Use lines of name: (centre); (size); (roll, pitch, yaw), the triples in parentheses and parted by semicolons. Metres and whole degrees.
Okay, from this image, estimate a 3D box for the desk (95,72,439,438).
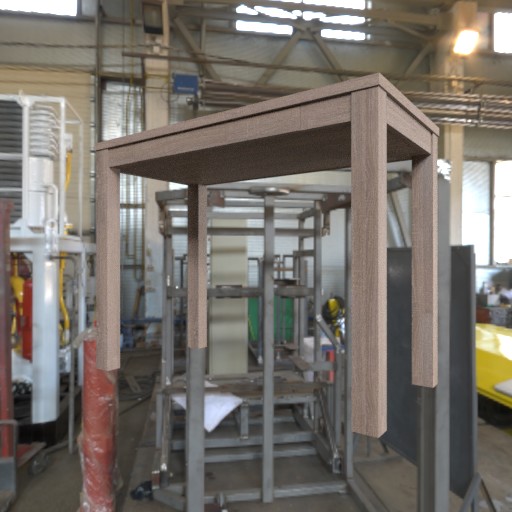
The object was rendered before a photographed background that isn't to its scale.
desk: (0.000, 0.000, 1.411); (0.991, 0.762, 0.495); (0, 0, 36)
